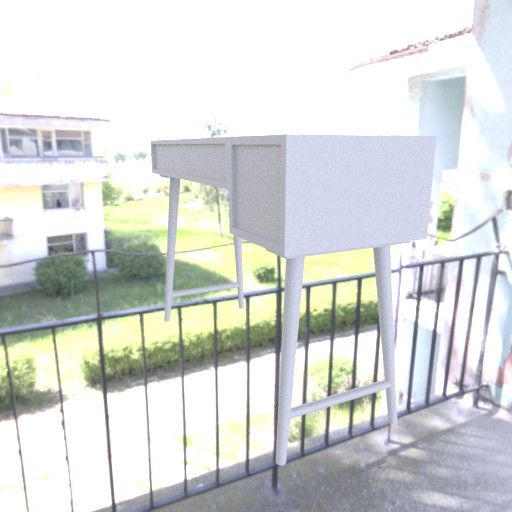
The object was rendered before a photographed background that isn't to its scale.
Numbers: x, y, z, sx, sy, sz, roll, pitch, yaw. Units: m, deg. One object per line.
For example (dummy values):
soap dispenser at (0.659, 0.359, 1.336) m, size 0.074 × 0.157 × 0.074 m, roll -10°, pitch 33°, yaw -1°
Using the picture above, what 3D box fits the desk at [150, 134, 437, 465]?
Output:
desk at (0.000, 0.000, 1.485) m, size 0.409 × 0.761 × 1.069 m, roll -7°, pitch 16°, yaw -26°
